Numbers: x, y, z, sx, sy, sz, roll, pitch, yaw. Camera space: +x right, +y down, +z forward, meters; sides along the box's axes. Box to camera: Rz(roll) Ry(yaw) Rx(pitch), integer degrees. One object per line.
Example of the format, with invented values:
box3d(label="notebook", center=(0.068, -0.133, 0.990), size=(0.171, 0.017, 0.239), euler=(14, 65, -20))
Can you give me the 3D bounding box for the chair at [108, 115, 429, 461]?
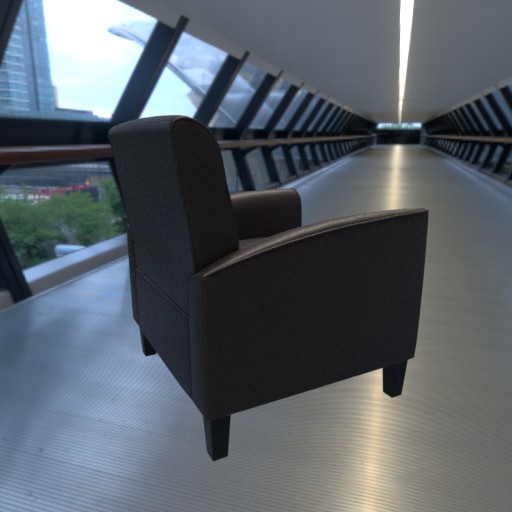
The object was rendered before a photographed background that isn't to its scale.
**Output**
box3d(label="chair", center=(0.000, 0.000, 1.574), size=(0.819, 0.916, 0.820), euler=(-7, 16, -27))
